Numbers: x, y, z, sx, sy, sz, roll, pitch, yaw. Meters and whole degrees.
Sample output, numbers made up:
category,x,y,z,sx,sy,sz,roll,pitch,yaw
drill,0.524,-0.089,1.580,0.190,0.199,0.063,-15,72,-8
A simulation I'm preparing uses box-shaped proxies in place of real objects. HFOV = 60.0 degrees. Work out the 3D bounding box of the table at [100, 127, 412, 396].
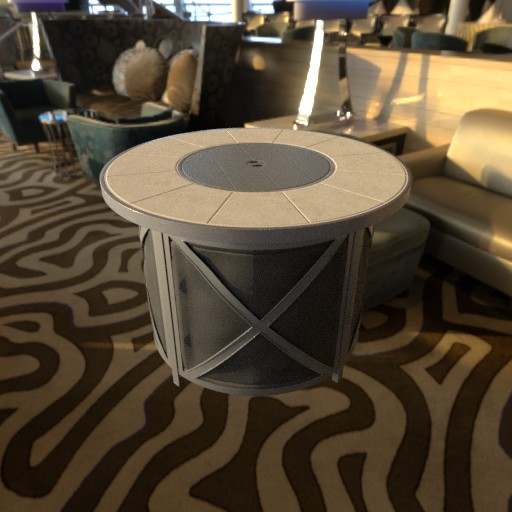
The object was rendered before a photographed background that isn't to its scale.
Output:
category,x,y,z,sx,sy,sz,roll,pitch,yaw
table,0.000,0.000,1.516,0.914,0.650,0.914,0,30,0
